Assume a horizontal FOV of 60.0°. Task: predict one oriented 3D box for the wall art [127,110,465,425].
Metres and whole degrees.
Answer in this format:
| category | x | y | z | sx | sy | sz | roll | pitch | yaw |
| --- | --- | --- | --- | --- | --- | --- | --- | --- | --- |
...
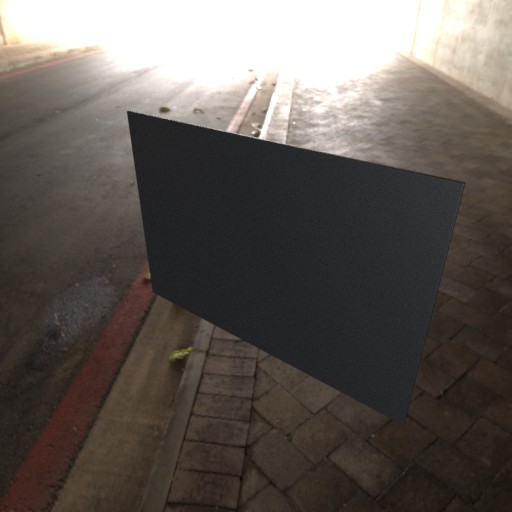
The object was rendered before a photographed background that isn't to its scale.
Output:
| category | x | y | z | sx | sy | sz | roll | pitch | yaw |
| --- | --- | --- | --- | --- | --- | --- | --- | --- | --- |
| wall art | 0.000 | 0.000 | 1.519 | 1.192 | 0.811 | 0.013 | 21 | 37 | 32 |
